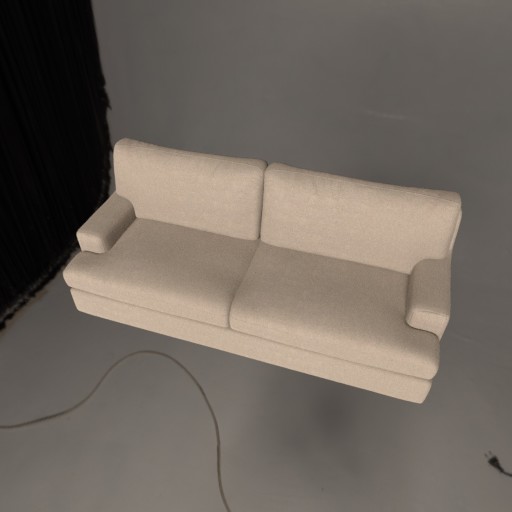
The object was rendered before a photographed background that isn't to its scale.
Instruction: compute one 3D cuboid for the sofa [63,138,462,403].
[{"bbox_3d":[0.000,0.000,2.836,2.354,0.980,0.962,12,43,13],"label":"sofa"}]
